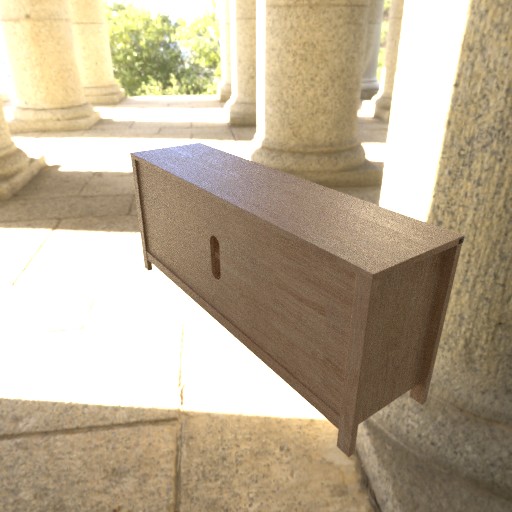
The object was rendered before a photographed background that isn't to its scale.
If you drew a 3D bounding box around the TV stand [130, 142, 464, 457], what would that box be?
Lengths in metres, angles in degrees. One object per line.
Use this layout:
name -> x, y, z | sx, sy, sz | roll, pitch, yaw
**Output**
TV stand -> 0.000, 0.000, 1.788 | 0.398, 0.610, 1.466 | -18, 32, -32
